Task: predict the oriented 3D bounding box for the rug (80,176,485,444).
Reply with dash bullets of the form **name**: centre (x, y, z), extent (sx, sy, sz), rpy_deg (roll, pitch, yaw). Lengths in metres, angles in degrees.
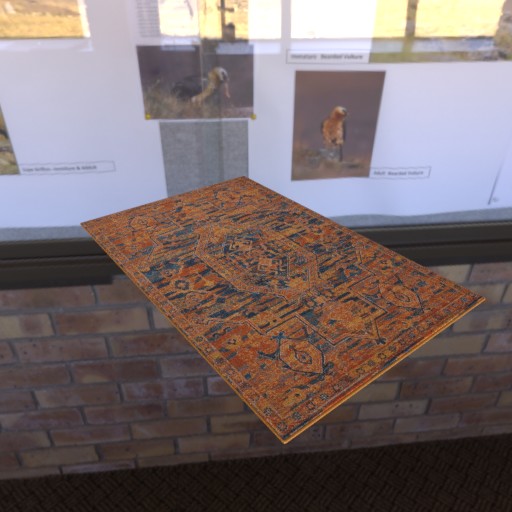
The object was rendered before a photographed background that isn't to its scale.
- **rug**: centre (0.000, 0.000, 2.200), extent (1.148, 0.013, 1.758), rpy_deg (-22, 39, -31)
